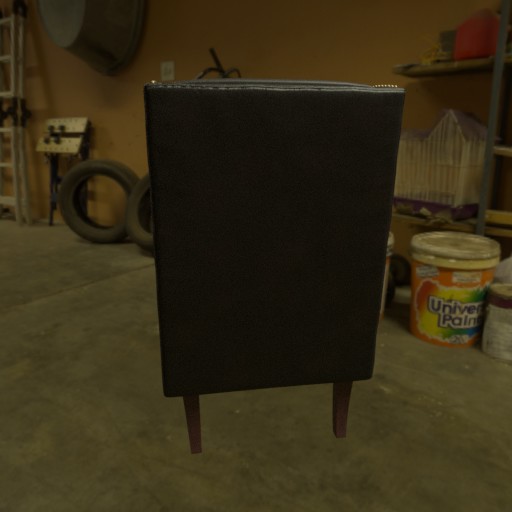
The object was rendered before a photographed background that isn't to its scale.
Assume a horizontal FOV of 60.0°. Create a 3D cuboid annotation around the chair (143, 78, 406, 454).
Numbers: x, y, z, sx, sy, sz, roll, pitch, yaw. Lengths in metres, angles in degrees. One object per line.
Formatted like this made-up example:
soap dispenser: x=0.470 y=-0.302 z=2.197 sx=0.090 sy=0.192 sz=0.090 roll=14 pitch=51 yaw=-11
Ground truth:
chair: x=0.000 y=0.000 z=1.634 sx=0.703 sy=1.142 sz=0.799 roll=-2 pitch=15 yaw=-9
